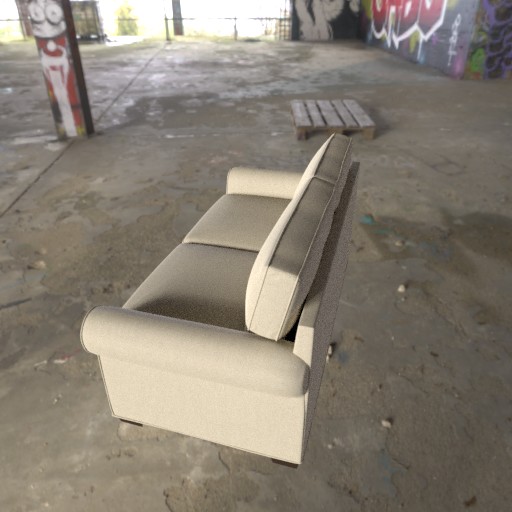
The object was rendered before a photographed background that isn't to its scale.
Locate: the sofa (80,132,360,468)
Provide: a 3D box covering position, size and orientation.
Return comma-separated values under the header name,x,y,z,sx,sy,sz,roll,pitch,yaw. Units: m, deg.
name,x,y,z,sx,sy,sz,roll,pitch,yaw
sofa,0.000,0.000,2.286,0.861,0.933,1.774,9,32,14
